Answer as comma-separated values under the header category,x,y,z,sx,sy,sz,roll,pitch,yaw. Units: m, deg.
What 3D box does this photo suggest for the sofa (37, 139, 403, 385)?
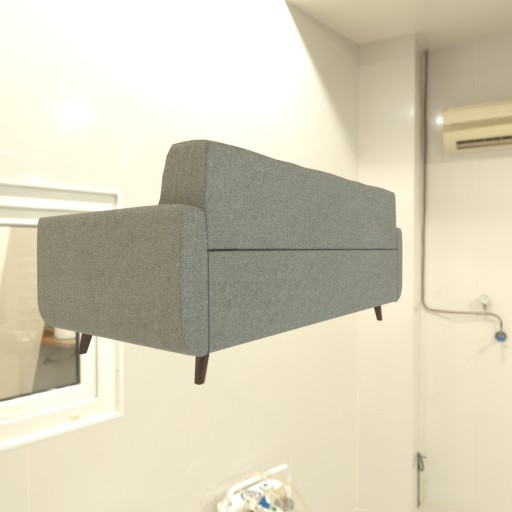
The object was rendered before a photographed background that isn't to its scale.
category,x,y,z,sx,sy,sz,roll,pitch,yaw
sofa,0.000,0.000,2.488,0.968,0.873,2.055,1,1,37
